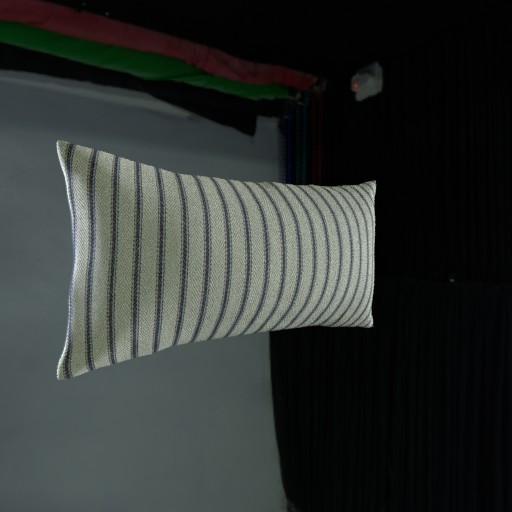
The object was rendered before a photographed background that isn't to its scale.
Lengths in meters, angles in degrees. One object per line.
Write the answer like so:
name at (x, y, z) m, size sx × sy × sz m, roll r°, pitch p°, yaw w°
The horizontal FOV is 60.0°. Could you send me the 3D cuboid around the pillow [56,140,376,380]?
pillow at (0.000, 0.000, 0.723) m, size 0.609 × 0.305 × 0.151 m, roll 0°, pitch 0°, yaw -37°
